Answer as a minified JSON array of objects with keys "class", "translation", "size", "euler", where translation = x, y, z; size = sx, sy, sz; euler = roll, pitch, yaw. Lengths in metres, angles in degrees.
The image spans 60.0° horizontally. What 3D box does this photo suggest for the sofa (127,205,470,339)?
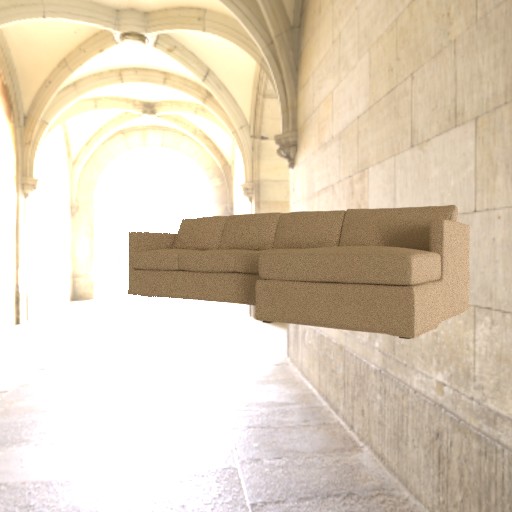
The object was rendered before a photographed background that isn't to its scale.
[{"class":"sofa","translation":[0.000,0.000,3.870],"size":[3.206,0.871,1.622],"euler":[1,1,35]}]
